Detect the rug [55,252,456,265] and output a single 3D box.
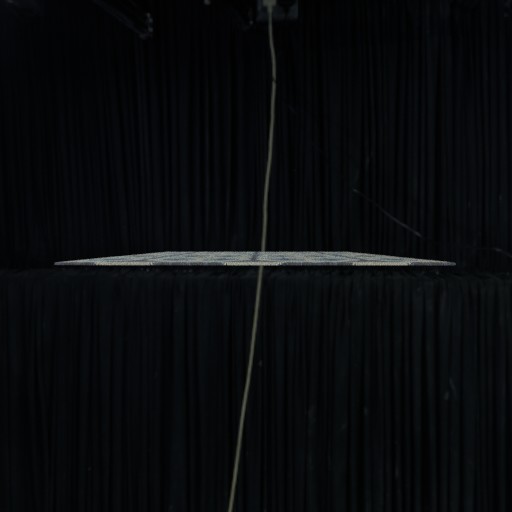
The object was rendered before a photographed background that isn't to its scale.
[{"bbox_3d":[0.000,0.000,2.967,1.676,0.013,2.261,0,2,1],"label":"rug"}]
